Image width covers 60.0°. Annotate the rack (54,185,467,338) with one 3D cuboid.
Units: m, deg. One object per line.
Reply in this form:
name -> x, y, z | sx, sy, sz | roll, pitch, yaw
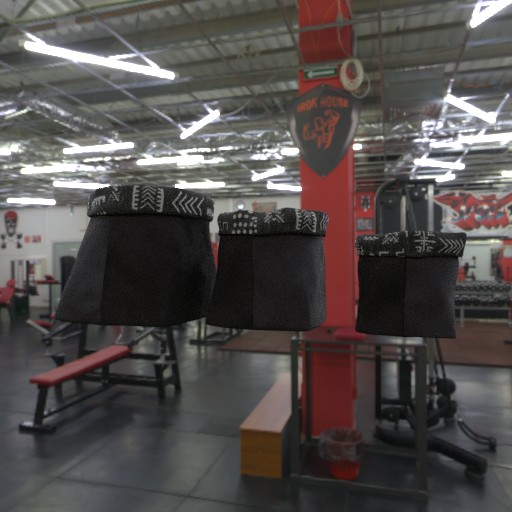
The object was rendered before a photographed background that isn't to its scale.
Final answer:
rack -> 0.000, 0.000, 1.068 | 0.905, 0.323, 0.379 | 0, 0, 18
